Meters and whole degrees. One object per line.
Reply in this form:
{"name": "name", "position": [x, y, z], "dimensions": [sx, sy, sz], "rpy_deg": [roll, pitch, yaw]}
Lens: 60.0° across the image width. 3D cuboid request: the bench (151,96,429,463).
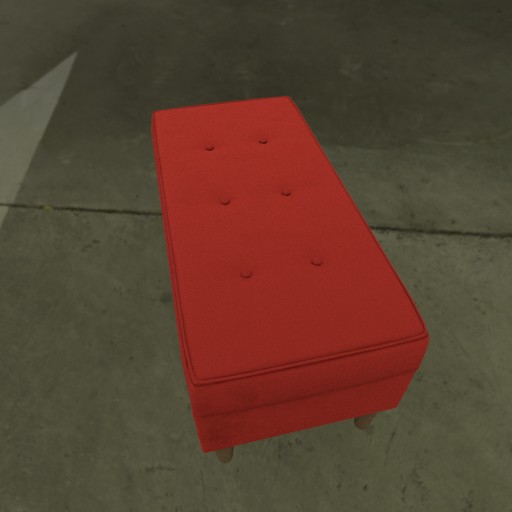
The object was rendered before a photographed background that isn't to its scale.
{"name": "bench", "position": [0.000, 0.000, 1.311], "dimensions": [0.492, 0.471, 1.016], "rpy_deg": [-10, 47, -9]}
